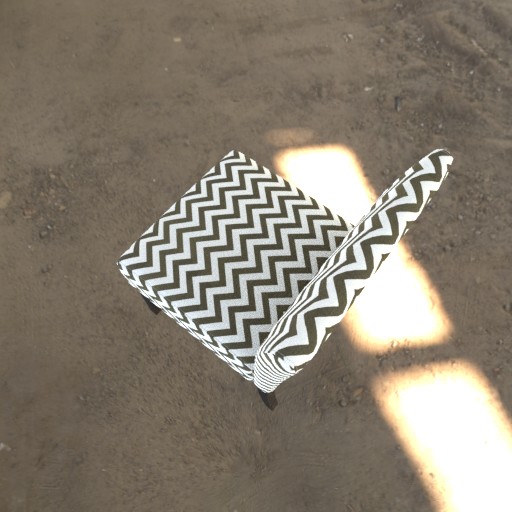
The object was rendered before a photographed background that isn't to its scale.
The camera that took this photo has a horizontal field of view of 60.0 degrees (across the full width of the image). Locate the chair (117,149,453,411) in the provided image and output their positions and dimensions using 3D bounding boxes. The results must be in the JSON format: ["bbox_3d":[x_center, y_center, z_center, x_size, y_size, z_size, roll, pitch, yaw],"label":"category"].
[{"bbox_3d":[0.000,0.000,1.301,0.648,0.838,0.589,35,69,16],"label":"chair"}]
